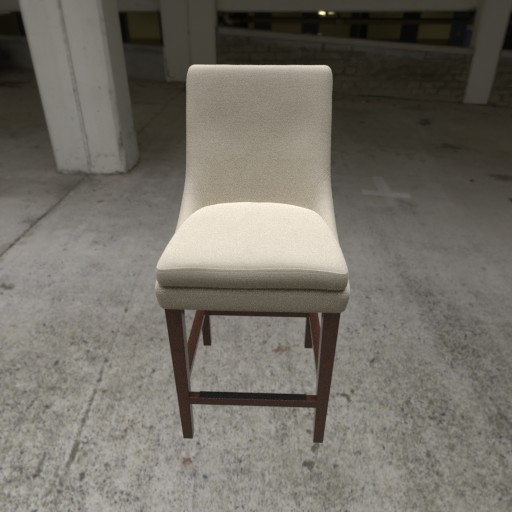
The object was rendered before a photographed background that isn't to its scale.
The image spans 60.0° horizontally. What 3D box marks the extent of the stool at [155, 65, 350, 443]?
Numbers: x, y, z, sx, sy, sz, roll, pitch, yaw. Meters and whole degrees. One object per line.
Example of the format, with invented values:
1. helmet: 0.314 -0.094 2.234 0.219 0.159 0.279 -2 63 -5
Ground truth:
1. stool: 0.000 0.000 1.302 0.470 0.981 0.577 1 30 2
